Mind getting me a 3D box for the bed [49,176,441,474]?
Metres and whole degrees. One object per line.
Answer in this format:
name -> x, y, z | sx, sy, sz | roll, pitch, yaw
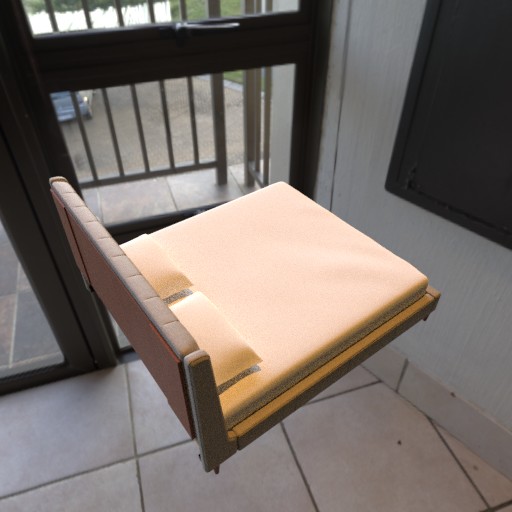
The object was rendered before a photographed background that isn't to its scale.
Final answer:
bed -> 0.000, 0.000, 3.587 | 2.342, 1.289, 2.062 | -26, 47, -27
